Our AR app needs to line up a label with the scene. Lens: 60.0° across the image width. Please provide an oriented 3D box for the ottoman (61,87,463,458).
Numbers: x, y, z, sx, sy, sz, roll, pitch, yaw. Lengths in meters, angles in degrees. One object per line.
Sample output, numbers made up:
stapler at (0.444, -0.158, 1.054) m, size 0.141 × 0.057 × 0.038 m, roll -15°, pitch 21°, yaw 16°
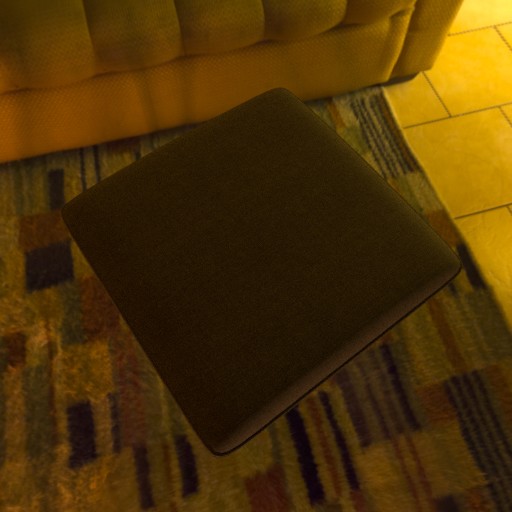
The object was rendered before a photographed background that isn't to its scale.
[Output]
ottoman at (0.000, 0.000, 1.727) m, size 1.067 × 0.559 × 1.067 m, roll -34°, pitch 69°, yaw -14°
